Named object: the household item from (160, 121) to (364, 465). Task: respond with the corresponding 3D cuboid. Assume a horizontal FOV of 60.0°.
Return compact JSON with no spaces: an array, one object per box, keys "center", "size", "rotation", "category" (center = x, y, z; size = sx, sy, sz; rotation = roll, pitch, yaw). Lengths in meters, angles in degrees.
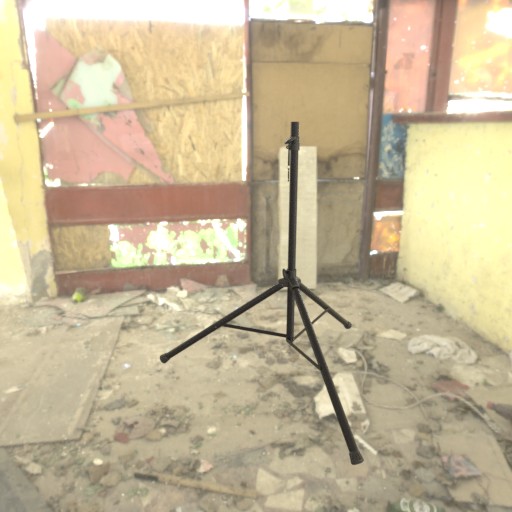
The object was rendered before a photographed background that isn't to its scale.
[{"center":[0.000,0.000,2.753],"size":[1.339,1.595,1.596],"rotation":[3,16,10],"category":"household item"}]
